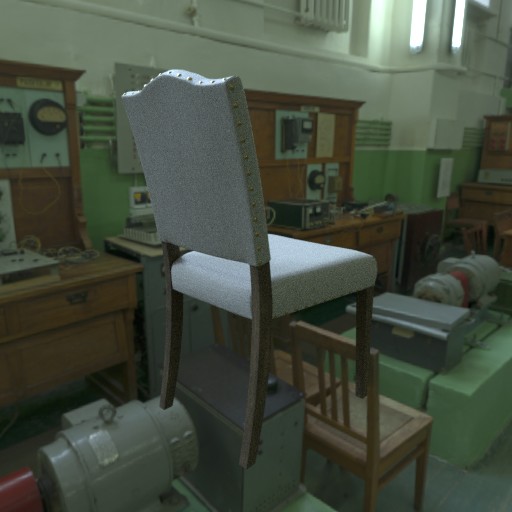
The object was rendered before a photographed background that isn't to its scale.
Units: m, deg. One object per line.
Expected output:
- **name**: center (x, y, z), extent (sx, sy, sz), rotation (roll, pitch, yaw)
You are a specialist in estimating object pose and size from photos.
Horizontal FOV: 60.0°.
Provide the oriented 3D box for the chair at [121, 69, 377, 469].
- **chair**: center (0.000, 0.000, 1.374), extent (0.508, 1.020, 0.620), rotation (14, 20, 43)
